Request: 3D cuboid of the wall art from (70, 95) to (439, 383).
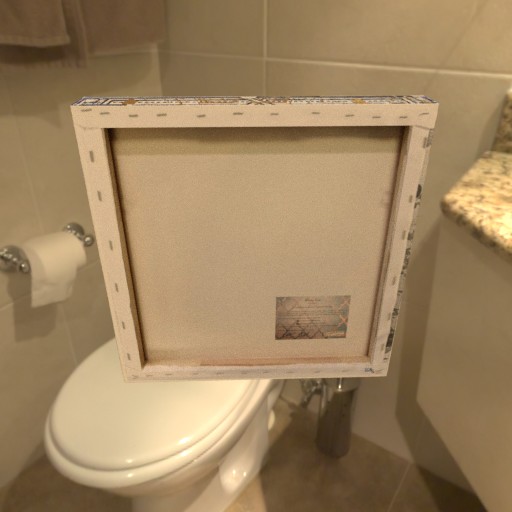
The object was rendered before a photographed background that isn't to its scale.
[{"bbox_3d":[0.000,0.000,0.452,0.302,0.306,0.038,-1,29,-2],"label":"wall art"}]
